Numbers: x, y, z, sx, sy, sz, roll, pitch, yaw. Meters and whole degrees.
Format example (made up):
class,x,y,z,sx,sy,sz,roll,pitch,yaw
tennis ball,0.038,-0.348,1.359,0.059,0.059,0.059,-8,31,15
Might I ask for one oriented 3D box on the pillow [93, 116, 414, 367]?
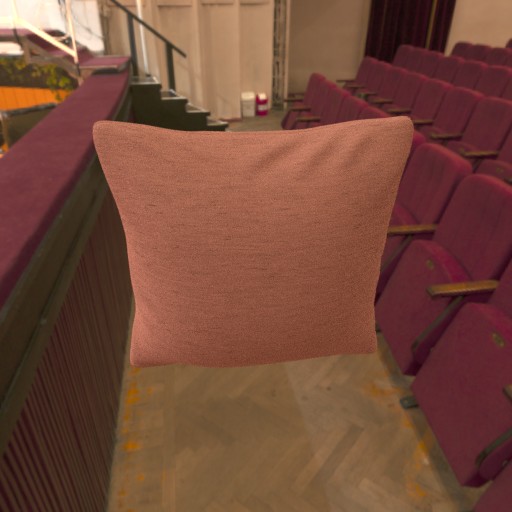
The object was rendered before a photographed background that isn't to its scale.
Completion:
class,x,y,z,sx,sy,sz,roll,pitch,yaw
pillow,0.000,0.000,0.684,0.432,0.415,0.246,-2,30,-4
